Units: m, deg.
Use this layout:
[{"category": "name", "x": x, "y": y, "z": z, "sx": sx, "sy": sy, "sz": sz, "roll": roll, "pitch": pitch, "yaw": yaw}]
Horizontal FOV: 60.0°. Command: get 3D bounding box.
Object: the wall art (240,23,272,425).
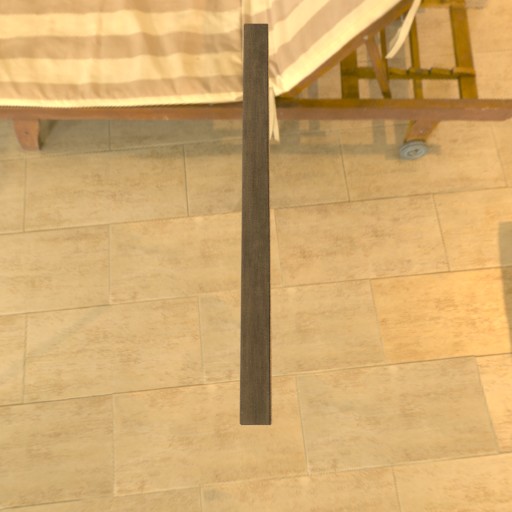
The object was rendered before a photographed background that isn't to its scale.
[{"category": "wall art", "x": 0.000, "y": 0.000, "z": 1.139, "sx": 0.050, "sy": 0.751, "sz": 0.749, "roll": 0, "pitch": 74, "yaw": 0}]
